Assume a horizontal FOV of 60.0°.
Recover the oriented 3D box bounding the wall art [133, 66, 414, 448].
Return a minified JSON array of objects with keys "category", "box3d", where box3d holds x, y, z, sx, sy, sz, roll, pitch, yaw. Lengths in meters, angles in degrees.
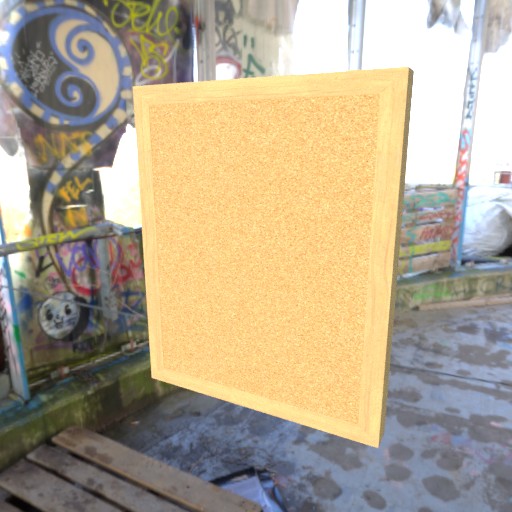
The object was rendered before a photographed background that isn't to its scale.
[{"category":"wall art","box3d":[0.000,0.000,0.510,0.312,0.380,0.030,8,16,27]}]
